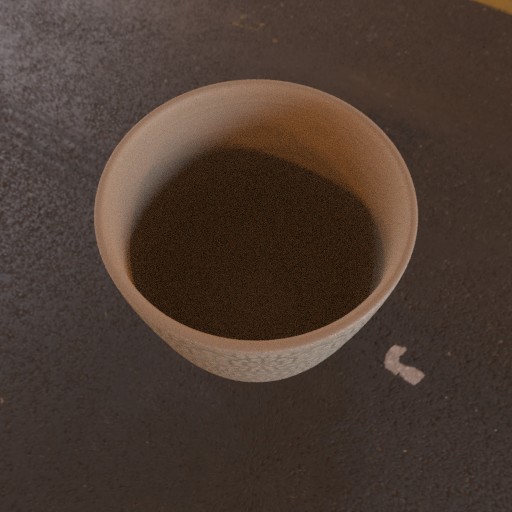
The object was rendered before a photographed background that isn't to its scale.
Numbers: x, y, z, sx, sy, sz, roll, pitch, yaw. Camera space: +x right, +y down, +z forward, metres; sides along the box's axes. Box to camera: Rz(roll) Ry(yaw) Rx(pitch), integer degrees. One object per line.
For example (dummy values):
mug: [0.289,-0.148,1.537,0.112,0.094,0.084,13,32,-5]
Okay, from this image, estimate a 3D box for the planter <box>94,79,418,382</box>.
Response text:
planter: [0.000,0.000,0.219,0.124,0.109,0.124,0,64,0]
